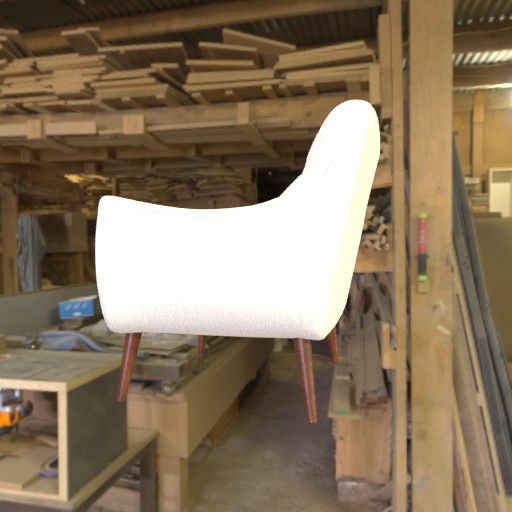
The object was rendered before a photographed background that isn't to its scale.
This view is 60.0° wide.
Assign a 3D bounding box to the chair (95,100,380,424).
[{"bbox_3d":[0.000,0.000,1.472,0.787,0.838,0.762,0,2,16],"label":"chair"}]
